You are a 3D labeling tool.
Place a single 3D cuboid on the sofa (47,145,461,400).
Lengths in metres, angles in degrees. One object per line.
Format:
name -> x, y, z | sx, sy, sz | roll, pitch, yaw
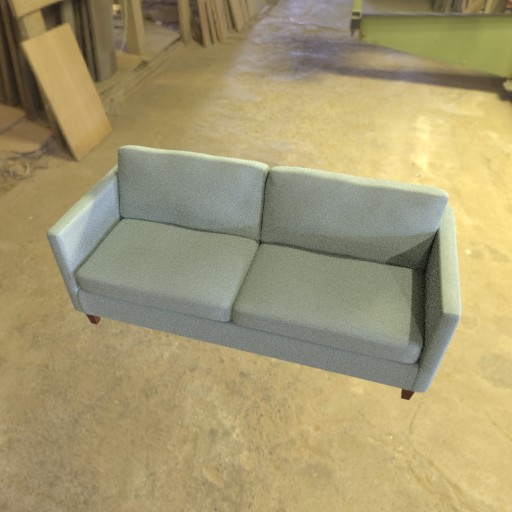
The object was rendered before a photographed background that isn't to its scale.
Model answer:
sofa -> 0.000, 0.000, 2.719 | 2.208, 0.965, 0.951 | 11, 42, 12
